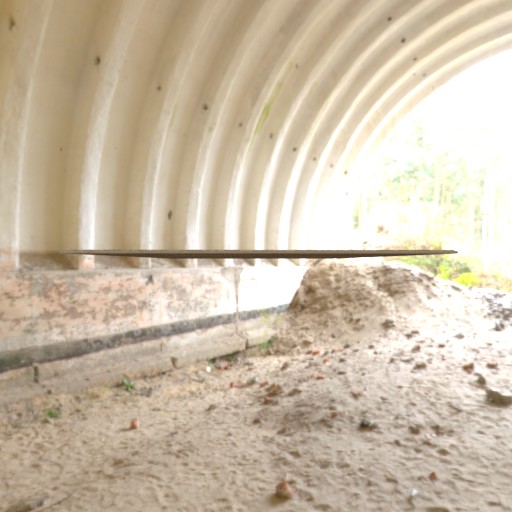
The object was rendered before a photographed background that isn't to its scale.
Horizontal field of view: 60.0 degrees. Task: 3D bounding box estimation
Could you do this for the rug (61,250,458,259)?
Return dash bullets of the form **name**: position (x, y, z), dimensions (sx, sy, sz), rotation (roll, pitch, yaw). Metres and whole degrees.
- **rug**: position (0.000, 0.000, 3.390), dimensions (1.819, 0.018, 2.746), rotation (0, -1, -1)
